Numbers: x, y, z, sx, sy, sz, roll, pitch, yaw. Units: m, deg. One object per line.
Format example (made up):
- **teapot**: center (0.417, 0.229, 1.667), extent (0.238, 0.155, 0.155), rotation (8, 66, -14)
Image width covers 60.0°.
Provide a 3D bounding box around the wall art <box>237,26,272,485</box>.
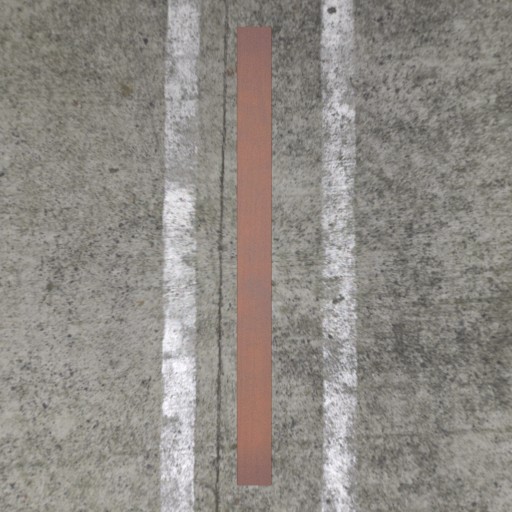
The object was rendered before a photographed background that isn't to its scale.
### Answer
- **wall art**: center (0.000, 0.000, 0.551), extent (0.030, 0.328, 0.401), rotation (0, 90, 1)
